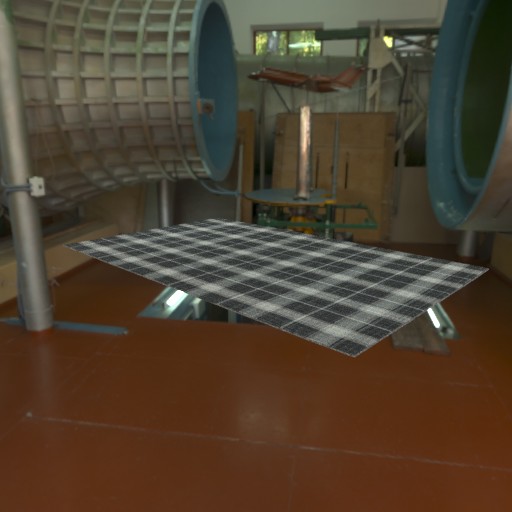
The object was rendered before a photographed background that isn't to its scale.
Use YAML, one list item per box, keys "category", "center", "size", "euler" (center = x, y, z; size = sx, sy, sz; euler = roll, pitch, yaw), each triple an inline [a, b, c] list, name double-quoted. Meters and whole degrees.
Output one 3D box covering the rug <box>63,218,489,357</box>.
- category: "rug"
  center: [0.000, 0.000, 2.940]
  size: [2.434, 0.015, 1.520]
  euler: [14, 21, 42]
